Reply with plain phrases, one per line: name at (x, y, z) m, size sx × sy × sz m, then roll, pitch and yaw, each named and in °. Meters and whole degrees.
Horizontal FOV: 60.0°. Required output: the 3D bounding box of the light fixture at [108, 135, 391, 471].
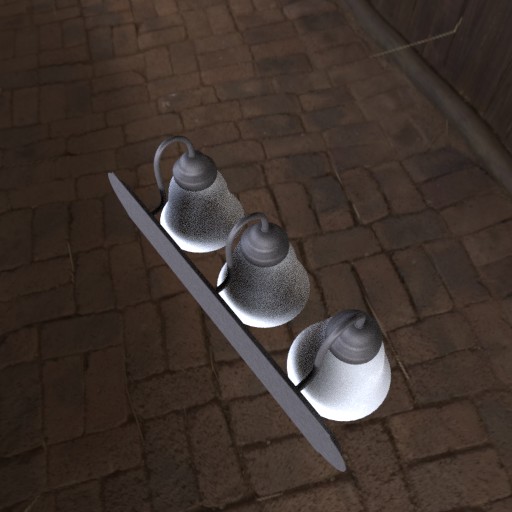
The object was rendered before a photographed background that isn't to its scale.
light fixture at (0.000, 0.000, 0.691) m, size 0.199 × 0.222 × 0.610 m, roll -33°, pitch 63°, yaw -20°
